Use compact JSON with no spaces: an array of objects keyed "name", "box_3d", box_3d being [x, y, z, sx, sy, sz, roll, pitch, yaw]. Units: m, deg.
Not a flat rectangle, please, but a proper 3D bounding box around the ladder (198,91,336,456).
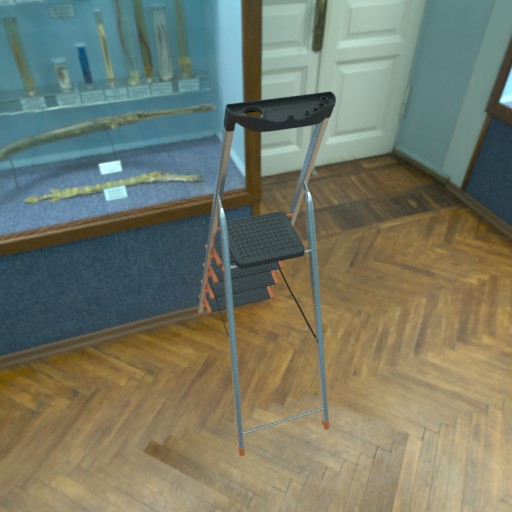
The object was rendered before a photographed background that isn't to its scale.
[{"name":"ladder","box_3d":[0.000,0.000,2.033,0.480,1.646,0.995,-12,42,-13]}]
